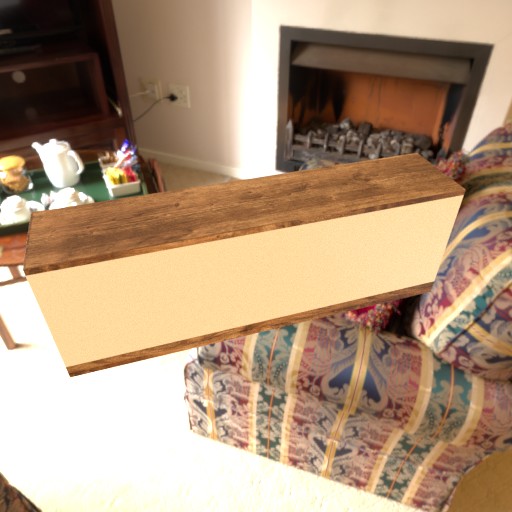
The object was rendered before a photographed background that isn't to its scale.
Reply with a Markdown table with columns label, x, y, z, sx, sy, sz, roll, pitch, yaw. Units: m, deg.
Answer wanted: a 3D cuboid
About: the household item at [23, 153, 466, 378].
| label | x | y | z | sx | sy | sz | roll | pitch | yaw |
| --- | --- | --- | --- | --- | --- | --- | --- | --- | --- |
| household item | 0.000 | 0.000 | 2.068 | 1.800 | 0.615 | 0.390 | -11 | 40 | -13 |
